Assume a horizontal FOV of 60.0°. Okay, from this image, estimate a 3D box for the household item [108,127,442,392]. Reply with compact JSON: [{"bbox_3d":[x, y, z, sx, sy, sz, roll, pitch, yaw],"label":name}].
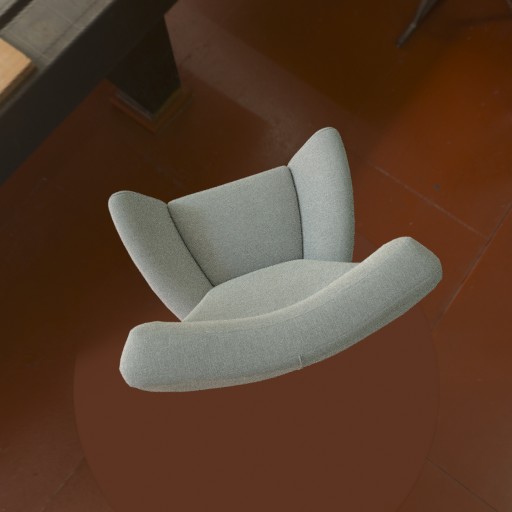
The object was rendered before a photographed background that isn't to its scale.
[{"bbox_3d":[0.000,0.000,1.739,0.980,1.050,0.900,-18,76,-5],"label":"household item"}]
